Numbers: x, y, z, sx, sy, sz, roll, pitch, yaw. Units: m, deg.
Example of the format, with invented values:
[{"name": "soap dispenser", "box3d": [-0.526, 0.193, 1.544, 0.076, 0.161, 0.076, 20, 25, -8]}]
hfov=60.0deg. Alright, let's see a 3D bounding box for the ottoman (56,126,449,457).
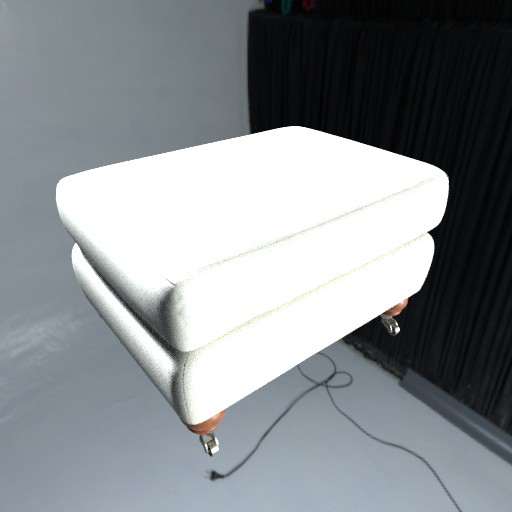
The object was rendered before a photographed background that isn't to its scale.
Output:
[{"name": "ottoman", "box3d": [0.000, 0.000, 1.125, 0.773, 0.499, 0.569, -22, 37, -32]}]
